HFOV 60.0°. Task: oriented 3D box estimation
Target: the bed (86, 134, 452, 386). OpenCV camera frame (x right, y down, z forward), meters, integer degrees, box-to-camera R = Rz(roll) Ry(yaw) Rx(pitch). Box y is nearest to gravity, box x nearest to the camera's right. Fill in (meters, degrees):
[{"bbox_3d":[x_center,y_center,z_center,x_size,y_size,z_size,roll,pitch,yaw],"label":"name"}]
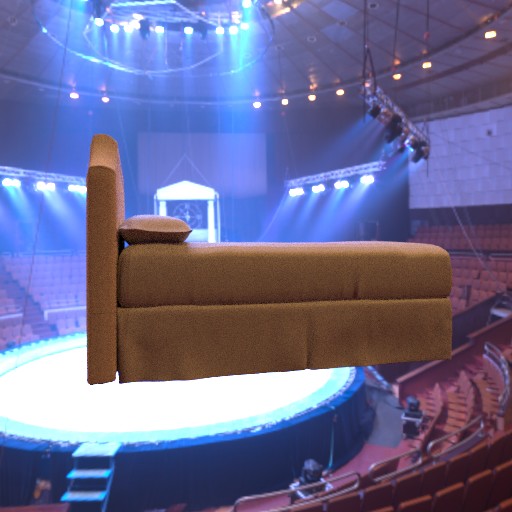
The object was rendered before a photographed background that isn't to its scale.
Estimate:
[{"bbox_3d":[0.000,0.000,3.251,2.164,1.297,1.828,0,1,-15],"label":"bed"}]
